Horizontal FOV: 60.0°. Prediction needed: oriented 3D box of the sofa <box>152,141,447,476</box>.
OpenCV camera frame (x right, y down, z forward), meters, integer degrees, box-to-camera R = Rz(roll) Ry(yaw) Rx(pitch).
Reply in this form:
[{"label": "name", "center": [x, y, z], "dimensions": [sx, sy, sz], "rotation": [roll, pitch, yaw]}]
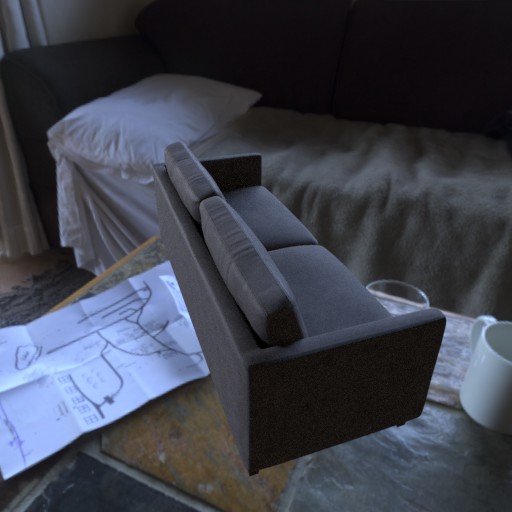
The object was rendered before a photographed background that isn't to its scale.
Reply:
[{"label": "sofa", "center": [0.000, 0.000, 2.866], "dimensions": [0.951, 0.965, 2.434], "rotation": [-10, 32, -17]}]
